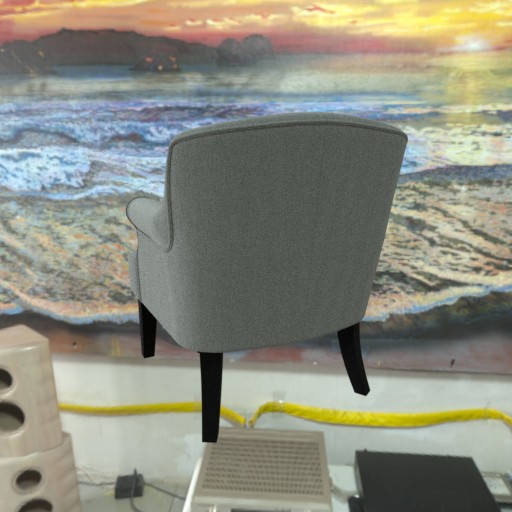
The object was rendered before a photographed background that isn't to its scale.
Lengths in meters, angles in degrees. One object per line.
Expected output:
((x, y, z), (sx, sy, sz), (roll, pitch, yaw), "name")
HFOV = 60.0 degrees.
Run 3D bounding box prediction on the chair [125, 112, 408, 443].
((0.000, 0.000, 1.480), (0.772, 0.880, 0.755), (-7, 16, -25), "chair")
